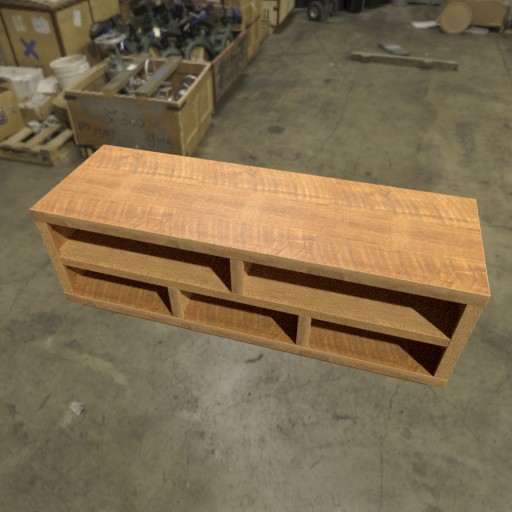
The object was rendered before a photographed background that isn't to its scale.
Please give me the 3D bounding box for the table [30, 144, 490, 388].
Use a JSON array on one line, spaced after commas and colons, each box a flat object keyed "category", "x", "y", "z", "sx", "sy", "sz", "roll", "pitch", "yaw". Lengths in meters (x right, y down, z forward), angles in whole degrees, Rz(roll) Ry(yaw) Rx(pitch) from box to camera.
[{"category": "table", "x": 0.000, "y": 0.000, "z": 1.728, "sx": 1.499, "sy": 0.491, "sz": 0.499, "roll": 11, "pitch": 42, "yaw": 12}]
